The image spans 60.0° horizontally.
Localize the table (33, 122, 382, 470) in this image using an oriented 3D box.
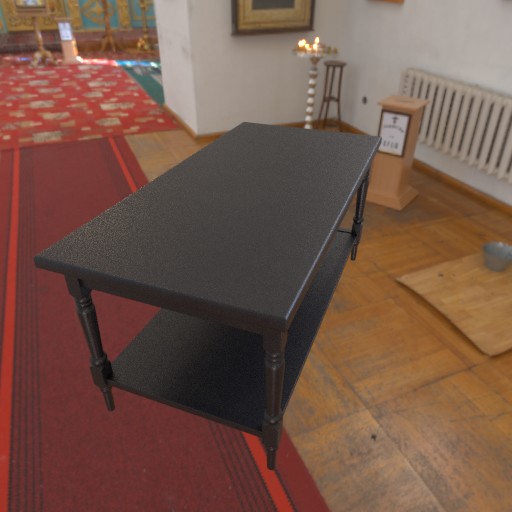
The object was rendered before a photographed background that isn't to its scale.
[{"bbox_3d":[0.000,0.000,1.395,0.550,0.510,1.107,12,34,18],"label":"table"}]
